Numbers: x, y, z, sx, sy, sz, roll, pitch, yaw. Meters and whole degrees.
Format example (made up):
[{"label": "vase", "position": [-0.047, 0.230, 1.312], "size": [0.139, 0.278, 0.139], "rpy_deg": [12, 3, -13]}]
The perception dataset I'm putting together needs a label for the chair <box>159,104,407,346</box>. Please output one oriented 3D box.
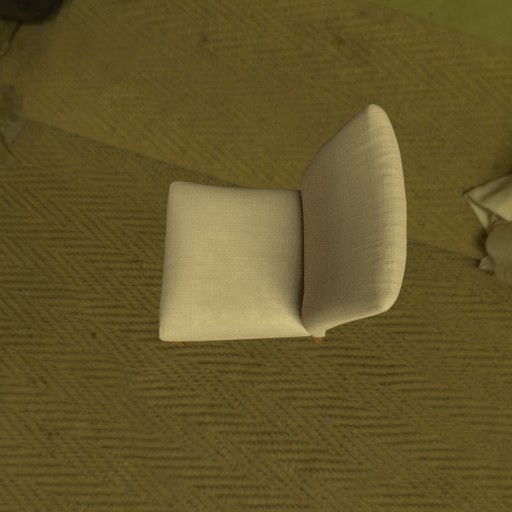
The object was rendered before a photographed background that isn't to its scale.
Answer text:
[{"label": "chair", "position": [0.000, 0.000, 1.307], "size": [0.585, 0.940, 0.496], "rpy_deg": [1, 76, 0]}]
